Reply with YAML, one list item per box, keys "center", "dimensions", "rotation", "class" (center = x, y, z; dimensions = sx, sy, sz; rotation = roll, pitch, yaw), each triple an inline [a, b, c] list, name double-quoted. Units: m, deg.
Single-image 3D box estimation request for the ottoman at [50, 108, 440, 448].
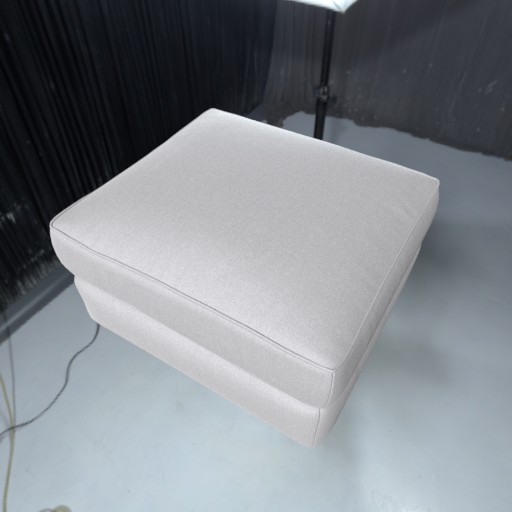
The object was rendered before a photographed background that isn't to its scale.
- center: [0.000, 0.000, 1.154]
  dimensions: [0.721, 0.505, 0.662]
  rotation: [24, 50, 21]
  class: "ottoman"
